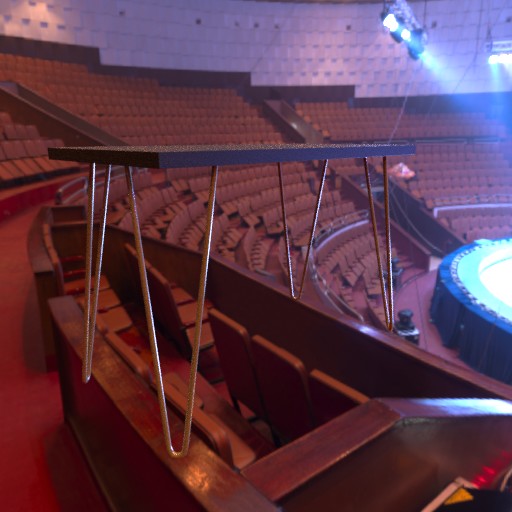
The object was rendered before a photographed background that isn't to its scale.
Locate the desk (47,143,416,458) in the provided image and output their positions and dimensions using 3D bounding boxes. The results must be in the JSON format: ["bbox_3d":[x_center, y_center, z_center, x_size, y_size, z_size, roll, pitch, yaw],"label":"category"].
[{"bbox_3d":[0.000,0.000,1.372,0.499,0.660,0.991,14,21,43],"label":"desk"}]
